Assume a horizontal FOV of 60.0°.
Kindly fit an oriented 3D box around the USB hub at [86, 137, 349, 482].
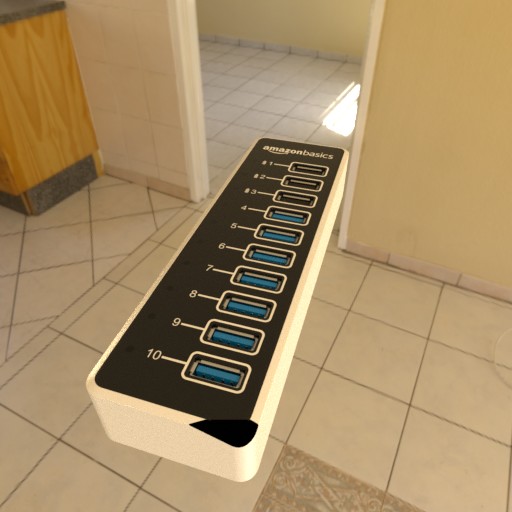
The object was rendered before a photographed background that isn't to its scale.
[{"bbox_3d":[0.000,0.000,0.161,0.044,0.023,0.145,12,42,13],"label":"USB hub"}]
